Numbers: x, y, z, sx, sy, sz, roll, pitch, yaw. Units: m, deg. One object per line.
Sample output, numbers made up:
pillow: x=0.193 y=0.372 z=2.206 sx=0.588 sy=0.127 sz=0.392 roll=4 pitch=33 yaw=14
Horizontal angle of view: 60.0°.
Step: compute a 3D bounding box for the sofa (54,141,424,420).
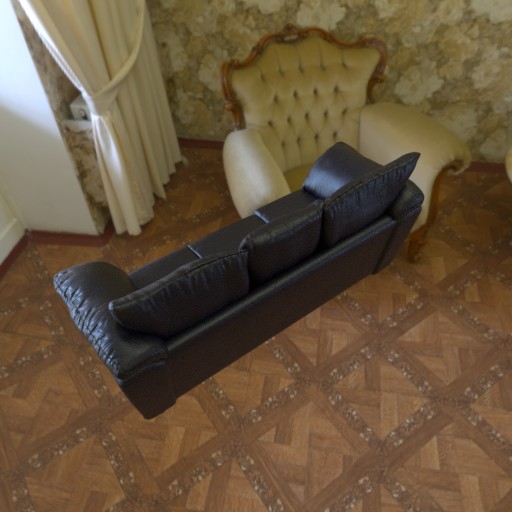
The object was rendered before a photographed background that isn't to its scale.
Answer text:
sofa: x=0.000 y=0.000 z=2.932 sx=2.336 sy=1.073 sz=0.880 roll=-28 pitch=53 yaw=-24
